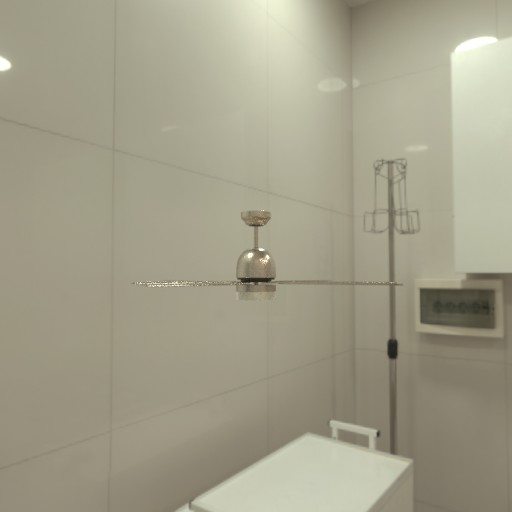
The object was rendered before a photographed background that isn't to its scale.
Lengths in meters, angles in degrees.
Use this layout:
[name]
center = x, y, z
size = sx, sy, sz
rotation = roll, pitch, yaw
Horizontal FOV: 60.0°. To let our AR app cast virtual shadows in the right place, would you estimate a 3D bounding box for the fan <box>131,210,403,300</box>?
[fan]
center = 0.000, 0.000, 2.071
size = 1.346, 0.406, 1.346
rotation = -2, -3, 35
